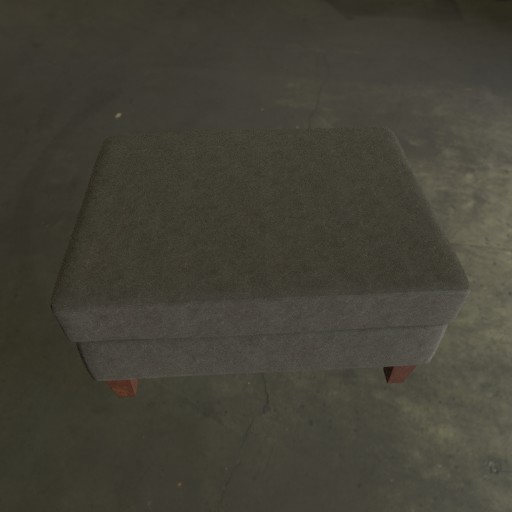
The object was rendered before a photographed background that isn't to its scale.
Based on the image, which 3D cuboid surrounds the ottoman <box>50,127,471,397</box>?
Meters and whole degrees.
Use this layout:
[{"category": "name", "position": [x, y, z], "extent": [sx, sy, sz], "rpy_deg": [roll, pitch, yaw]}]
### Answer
[{"category": "ottoman", "position": [0.000, 0.000, 1.219], "extent": [0.839, 0.464, 0.639], "rpy_deg": [-2, 47, -2]}]
